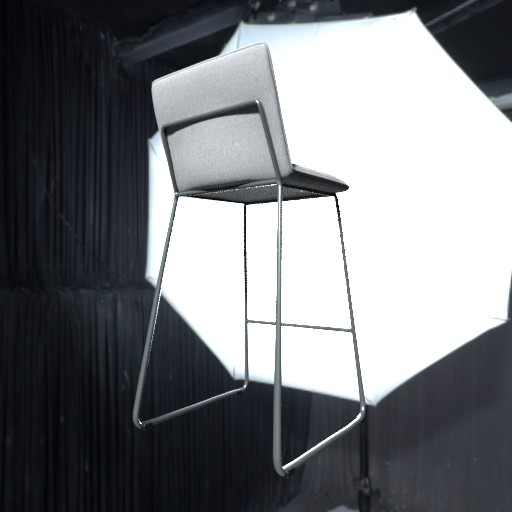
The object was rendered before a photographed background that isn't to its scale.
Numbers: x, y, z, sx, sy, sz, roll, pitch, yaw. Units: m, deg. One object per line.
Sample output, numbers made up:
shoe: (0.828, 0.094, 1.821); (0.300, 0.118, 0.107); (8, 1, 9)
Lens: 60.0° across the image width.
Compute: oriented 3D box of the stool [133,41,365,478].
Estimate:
stool: (0.000, 0.000, 1.269); (0.490, 0.960, 0.490); (-1, -2, 36)
